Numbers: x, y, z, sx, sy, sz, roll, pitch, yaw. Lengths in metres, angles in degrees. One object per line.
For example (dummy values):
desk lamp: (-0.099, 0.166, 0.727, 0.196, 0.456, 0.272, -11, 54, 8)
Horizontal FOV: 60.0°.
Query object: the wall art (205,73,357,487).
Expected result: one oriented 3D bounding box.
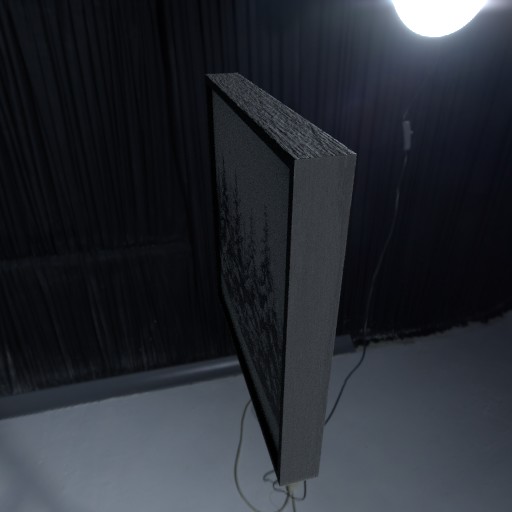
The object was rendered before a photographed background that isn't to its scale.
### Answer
wall art: (0.000, 0.000, 0.453, 0.037, 0.305, 0.305, -8, 32, -13)
